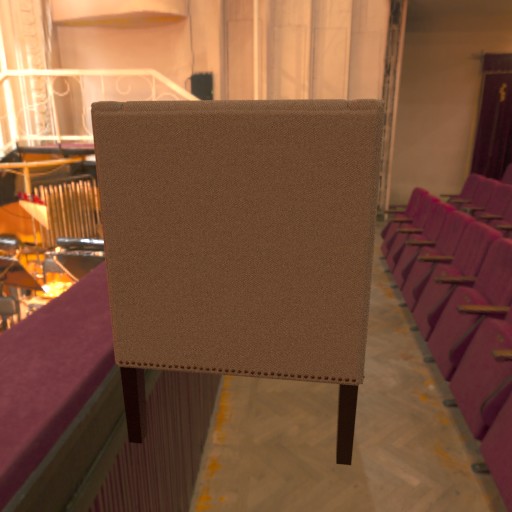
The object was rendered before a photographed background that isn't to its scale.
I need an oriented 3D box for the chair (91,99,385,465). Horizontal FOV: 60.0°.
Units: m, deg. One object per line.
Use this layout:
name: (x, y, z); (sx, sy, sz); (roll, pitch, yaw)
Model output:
chair: (0.000, 0.000, 1.366); (0.628, 0.872, 0.748); (2, 16, 8)
